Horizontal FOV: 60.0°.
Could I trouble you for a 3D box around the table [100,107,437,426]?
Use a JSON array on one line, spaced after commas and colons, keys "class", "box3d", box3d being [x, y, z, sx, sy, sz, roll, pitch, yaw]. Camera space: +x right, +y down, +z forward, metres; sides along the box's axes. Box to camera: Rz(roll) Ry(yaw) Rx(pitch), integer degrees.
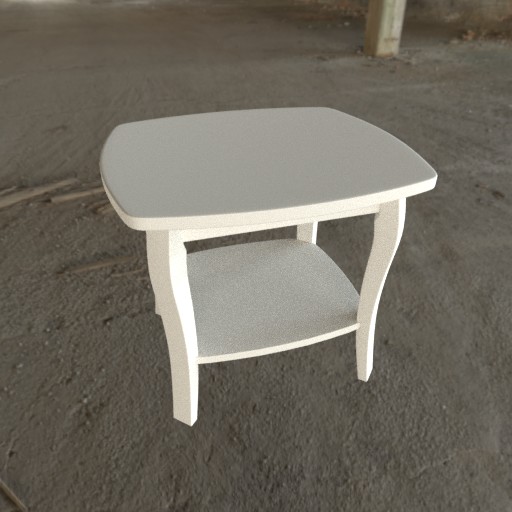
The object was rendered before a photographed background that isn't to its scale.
[{"class": "table", "box3d": [0.000, 0.000, 0.861, 0.502, 0.438, 0.451, -9, 34, -14]}]
